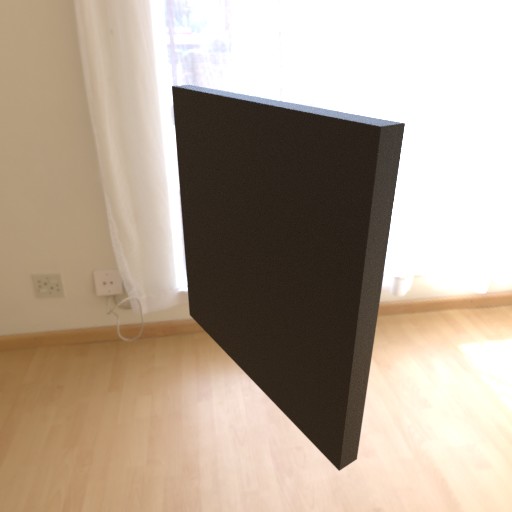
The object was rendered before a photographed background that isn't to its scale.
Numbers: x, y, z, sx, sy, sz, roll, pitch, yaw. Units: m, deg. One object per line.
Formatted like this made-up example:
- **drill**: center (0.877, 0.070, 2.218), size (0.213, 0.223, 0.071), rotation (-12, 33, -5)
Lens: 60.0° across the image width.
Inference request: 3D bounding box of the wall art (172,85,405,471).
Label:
- **wall art**: center (0.000, 0.000, 0.756), size (0.038, 0.507, 0.507), rotation (-17, 31, -30)
